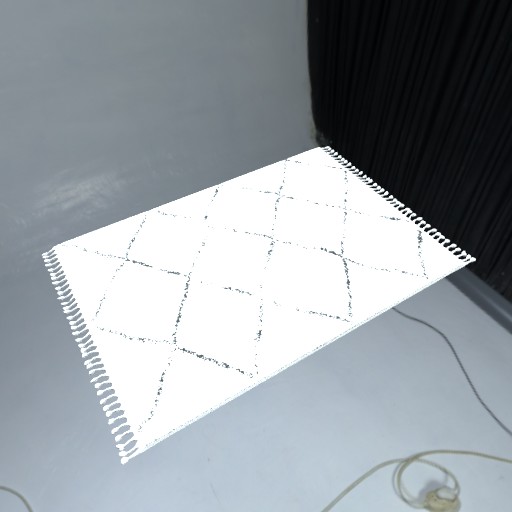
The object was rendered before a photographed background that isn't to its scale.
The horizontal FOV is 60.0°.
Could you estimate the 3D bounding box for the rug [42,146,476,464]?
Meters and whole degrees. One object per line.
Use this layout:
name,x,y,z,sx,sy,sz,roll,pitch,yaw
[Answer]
rug,0.000,0.000,2.781,2.307,0.031,1.494,-24,52,-21
